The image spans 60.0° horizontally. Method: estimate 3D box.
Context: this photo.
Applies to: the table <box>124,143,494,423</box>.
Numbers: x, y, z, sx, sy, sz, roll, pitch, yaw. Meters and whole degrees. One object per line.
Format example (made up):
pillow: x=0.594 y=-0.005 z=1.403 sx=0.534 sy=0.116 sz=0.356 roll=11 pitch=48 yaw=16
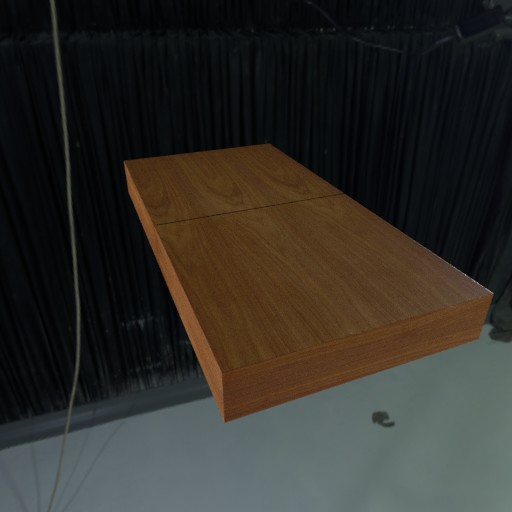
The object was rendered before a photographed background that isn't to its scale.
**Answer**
table: x=0.000 y=0.000 z=1.407 sx=0.610 sy=0.330 sz=1.194 roll=-12 pitch=32 yaw=-19
